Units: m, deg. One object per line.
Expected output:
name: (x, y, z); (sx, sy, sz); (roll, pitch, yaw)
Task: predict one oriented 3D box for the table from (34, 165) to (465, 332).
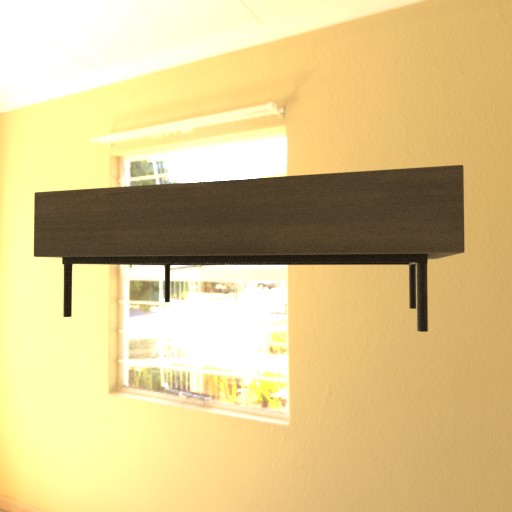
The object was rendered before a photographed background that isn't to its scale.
table: (0.000, 0.000, 1.367); (1.088, 0.347, 0.643); (-1, -2, 17)
